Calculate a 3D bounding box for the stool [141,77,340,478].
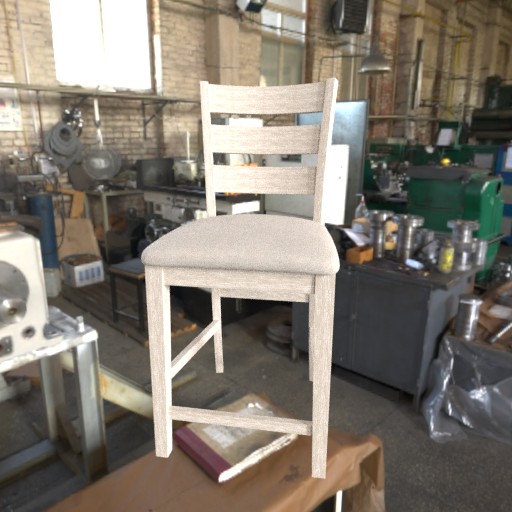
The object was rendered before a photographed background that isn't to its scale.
[{"bbox_3d":[0.000,0.000,1.314,0.484,1.032,0.569,3,15,10],"label":"stool"}]
